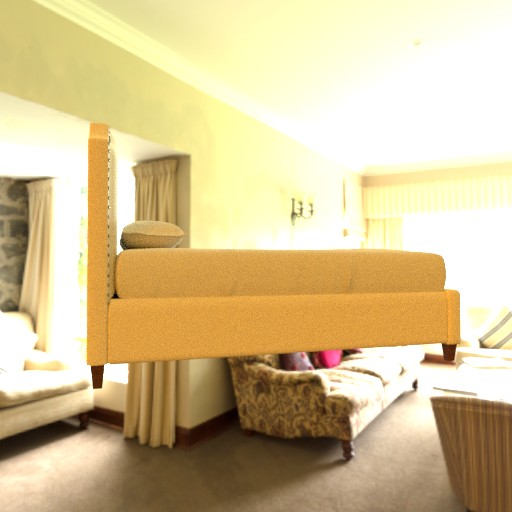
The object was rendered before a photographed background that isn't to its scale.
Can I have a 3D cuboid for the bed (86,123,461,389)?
[{"bbox_3d":[0.000,0.000,3.402,2.329,1.415,1.703,0,-1,-17],"label":"bed"}]
